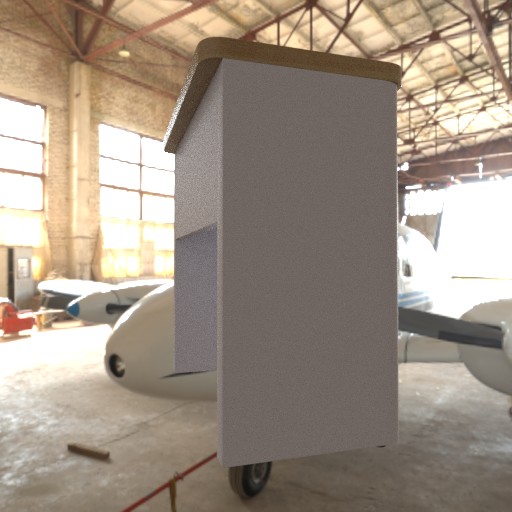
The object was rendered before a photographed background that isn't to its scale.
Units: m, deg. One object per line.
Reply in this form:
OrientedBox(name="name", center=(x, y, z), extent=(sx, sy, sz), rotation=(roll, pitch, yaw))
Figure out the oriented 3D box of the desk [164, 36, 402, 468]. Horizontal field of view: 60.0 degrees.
OrientedBox(name="desk", center=(0.000, 0.000, 1.220), extent=(0.440, 0.790, 0.760), rotation=(0, -1, -17))
